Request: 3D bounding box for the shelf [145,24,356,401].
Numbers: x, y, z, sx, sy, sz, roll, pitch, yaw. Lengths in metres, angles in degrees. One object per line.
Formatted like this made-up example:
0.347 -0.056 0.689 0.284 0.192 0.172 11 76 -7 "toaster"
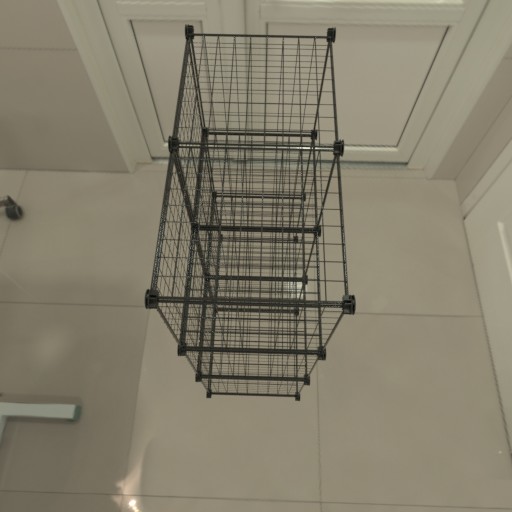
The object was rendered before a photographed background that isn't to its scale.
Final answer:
0.000 0.000 1.374 0.356 1.067 0.711 2 64 1 "shelf"
